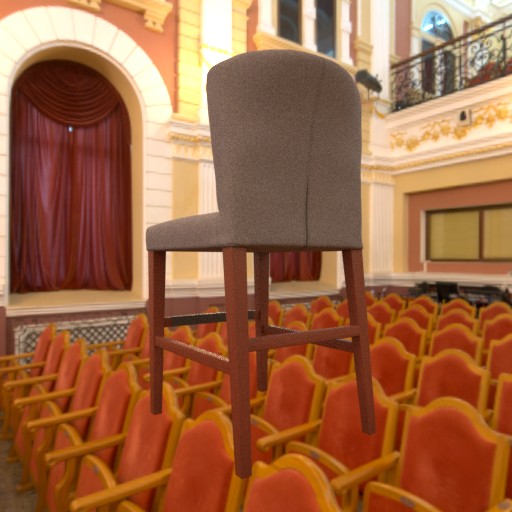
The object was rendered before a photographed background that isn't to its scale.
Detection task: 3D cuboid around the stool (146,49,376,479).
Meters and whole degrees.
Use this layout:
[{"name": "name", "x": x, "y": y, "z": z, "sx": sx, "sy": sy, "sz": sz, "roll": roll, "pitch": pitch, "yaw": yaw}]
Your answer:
[{"name": "stool", "x": 0.000, "y": 0.000, "z": 1.293, "sx": 0.481, "sy": 0.968, "sz": 0.568, "roll": 0, "pitch": -1, "yaw": -36}]
